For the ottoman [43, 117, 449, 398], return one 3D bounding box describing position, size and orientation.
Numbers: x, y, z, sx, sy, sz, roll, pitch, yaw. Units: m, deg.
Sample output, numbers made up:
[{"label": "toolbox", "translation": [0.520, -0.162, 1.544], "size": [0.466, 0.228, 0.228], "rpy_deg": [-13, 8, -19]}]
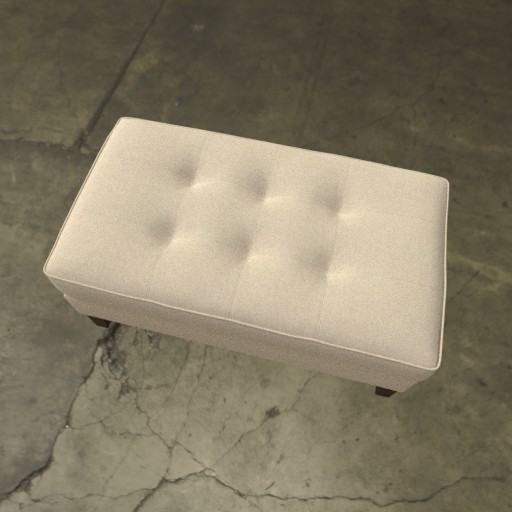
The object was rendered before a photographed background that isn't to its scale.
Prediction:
[{"label": "ottoman", "translation": [0.000, 0.000, 1.510], "size": [1.143, 0.508, 0.648], "rpy_deg": [12, 63, 7]}]
